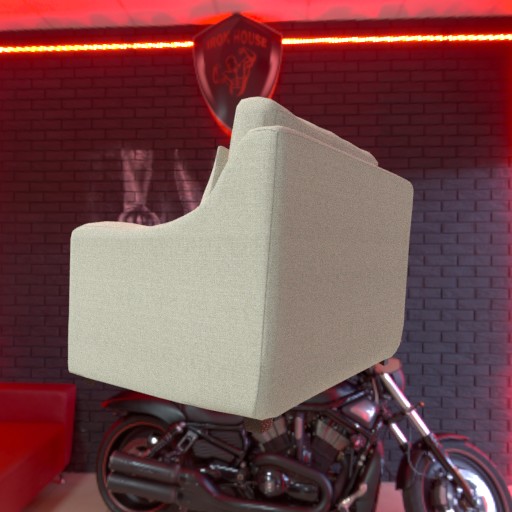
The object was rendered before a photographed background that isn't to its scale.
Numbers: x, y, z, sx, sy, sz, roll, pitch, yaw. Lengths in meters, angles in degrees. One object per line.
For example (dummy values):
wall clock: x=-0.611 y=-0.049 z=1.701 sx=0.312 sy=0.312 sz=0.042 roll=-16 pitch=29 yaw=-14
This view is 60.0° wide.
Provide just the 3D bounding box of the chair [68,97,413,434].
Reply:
chair: x=0.000 y=0.000 z=1.907 sx=1.009 sy=1.016 sz=1.178 roll=0 pitch=0 yaw=36
